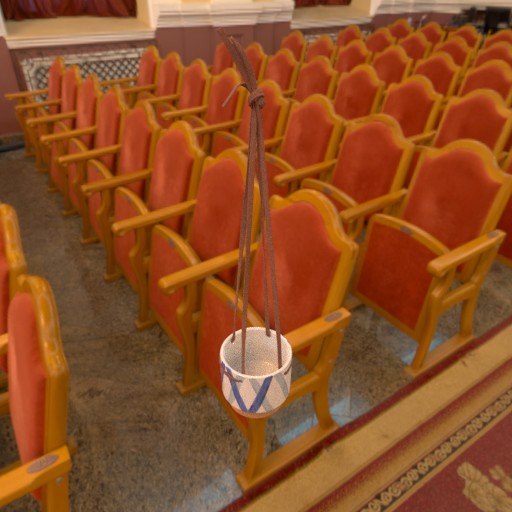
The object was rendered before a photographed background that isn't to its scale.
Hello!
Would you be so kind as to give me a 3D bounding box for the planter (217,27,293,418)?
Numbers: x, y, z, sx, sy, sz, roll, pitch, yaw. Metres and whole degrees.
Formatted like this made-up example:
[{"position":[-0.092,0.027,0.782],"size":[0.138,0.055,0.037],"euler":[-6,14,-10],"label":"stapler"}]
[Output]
[{"position":[0.000,0.000,0.813],"size":[0.157,0.753,0.153],"euler":[-19,37,-28],"label":"planter"}]
